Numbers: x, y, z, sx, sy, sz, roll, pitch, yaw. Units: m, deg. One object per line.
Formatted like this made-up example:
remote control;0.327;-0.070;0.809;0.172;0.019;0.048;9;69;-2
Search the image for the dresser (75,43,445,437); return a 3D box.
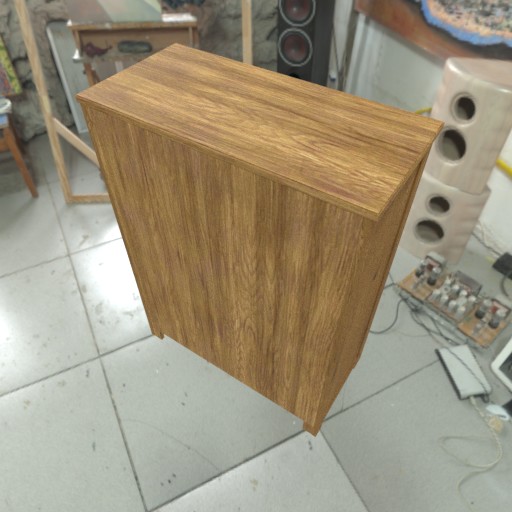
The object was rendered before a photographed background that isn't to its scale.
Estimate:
dresser;0.000;0.000;1.951;1.081;1.431;0.558;26;52;22
